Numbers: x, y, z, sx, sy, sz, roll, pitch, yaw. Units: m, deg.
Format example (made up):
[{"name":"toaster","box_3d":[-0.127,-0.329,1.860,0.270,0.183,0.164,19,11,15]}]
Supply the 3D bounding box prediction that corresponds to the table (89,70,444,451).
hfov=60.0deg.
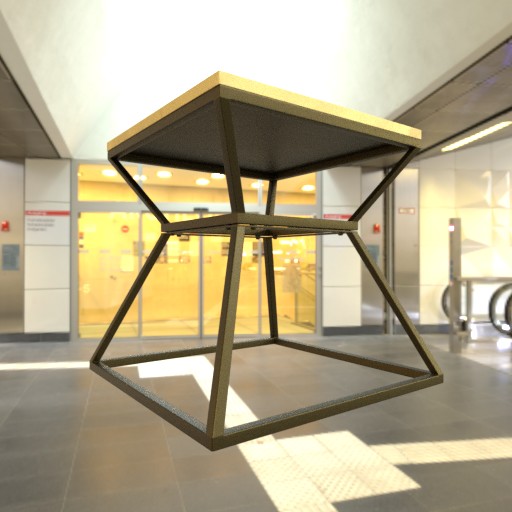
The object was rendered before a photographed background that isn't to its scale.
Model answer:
[{"name":"table","box_3d":[0.000,0.000,0.799,0.455,0.431,0.455,0,-1,-36]}]
